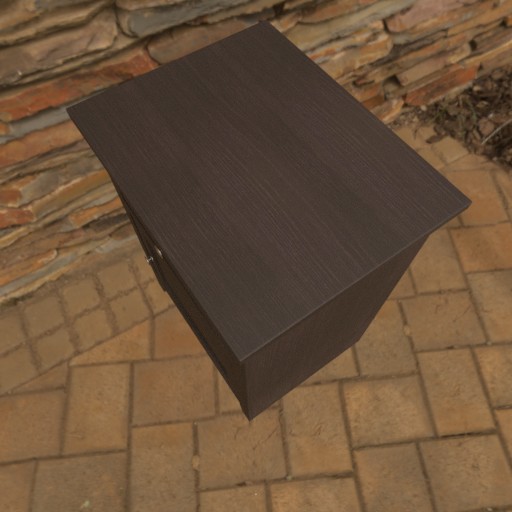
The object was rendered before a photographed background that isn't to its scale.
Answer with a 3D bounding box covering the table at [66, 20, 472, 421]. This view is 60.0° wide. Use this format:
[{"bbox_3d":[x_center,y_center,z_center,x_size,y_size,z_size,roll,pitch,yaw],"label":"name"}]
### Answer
[{"bbox_3d":[0.000,0.000,0.921,0.381,0.635,0.480,-32,66,-16],"label":"table"}]
